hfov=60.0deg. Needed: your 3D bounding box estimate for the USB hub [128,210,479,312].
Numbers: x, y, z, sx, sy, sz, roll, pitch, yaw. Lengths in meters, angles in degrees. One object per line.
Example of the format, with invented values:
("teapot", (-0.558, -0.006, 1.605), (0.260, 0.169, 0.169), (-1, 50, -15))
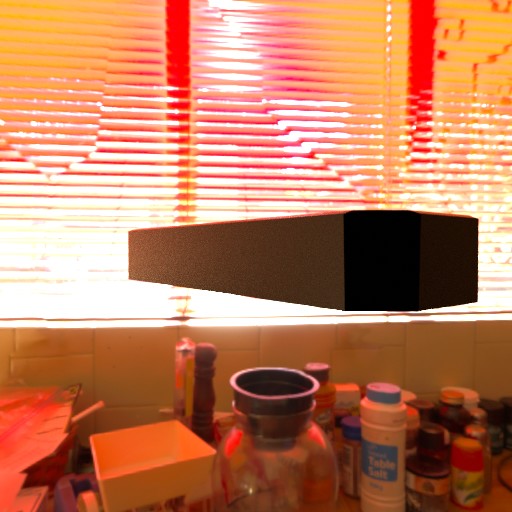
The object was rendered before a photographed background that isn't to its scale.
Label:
("USB hub", (0.000, 0.000, 0.163), (0.044, 0.023, 0.145), (-1, 1, -37))
